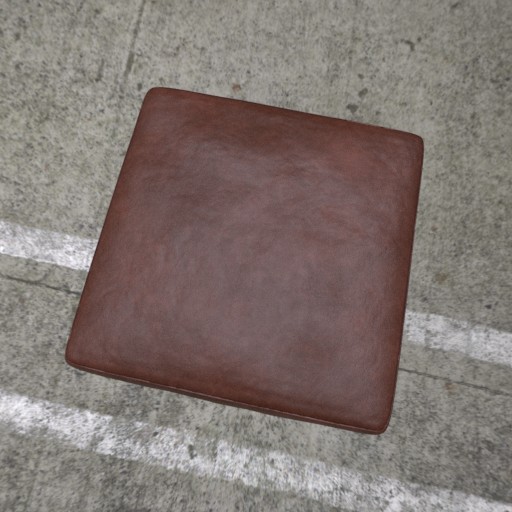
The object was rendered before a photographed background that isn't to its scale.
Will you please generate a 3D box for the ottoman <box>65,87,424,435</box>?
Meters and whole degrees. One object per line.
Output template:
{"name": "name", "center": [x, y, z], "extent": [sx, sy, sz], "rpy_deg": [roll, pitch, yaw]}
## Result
{"name": "ottoman", "center": [0.000, 0.000, 1.318], "extent": [0.836, 0.415, 0.844], "rpy_deg": [12, 75, 3]}
